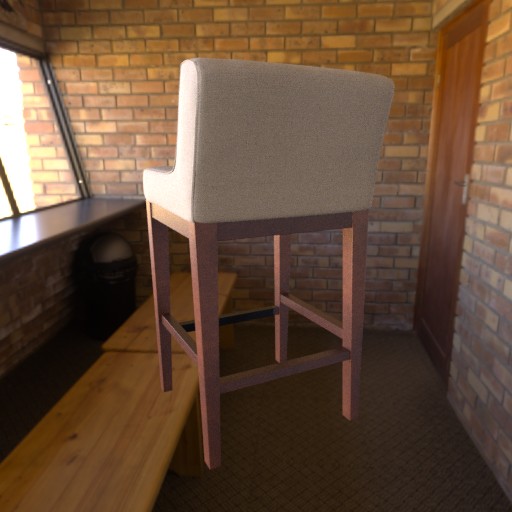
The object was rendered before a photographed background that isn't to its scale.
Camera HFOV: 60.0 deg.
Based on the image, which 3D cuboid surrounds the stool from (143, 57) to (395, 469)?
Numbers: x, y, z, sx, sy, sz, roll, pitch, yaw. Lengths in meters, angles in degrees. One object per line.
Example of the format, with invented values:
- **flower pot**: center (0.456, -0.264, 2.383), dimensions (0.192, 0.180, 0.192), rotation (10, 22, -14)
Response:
- **stool**: center (0.000, 0.000, 1.243), dimensions (0.511, 0.937, 0.500), rotation (-7, 15, -27)
